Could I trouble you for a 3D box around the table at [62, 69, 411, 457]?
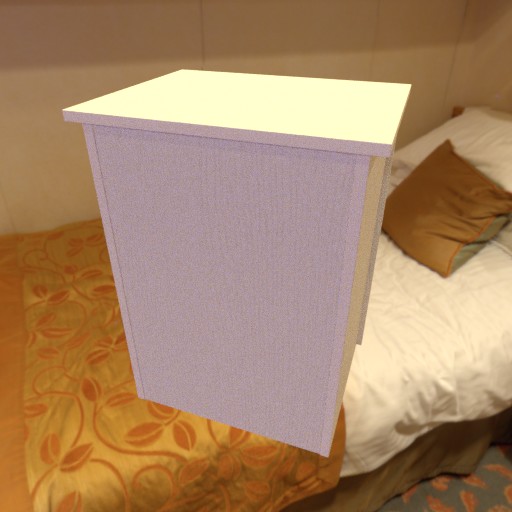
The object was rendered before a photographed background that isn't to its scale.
[{"bbox_3d":[0.000,0.000,0.913,0.480,0.635,0.381,11,33,17],"label":"table"}]
